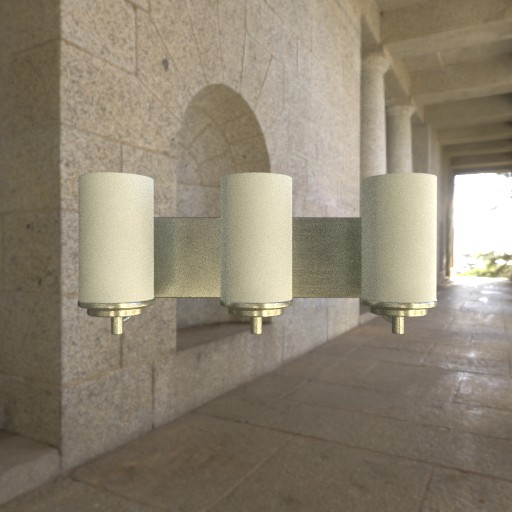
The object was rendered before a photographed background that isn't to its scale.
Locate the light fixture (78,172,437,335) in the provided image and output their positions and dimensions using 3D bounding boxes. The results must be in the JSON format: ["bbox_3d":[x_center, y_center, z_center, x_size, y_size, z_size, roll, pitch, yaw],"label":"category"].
[{"bbox_3d":[0.000,0.000,0.524,0.451,0.172,0.145,0,1,-1],"label":"light fixture"}]
